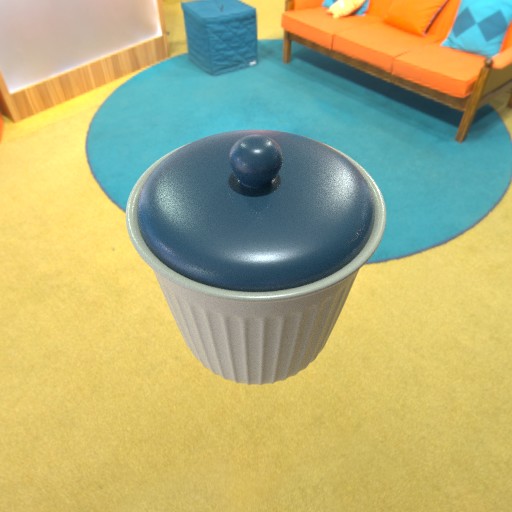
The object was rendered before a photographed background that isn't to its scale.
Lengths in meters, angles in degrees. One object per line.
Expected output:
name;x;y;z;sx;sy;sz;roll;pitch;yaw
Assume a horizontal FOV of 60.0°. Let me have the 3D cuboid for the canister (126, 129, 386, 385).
canister;0.000;0.000;0.356;0.181;0.211;0.181;0;46;0
